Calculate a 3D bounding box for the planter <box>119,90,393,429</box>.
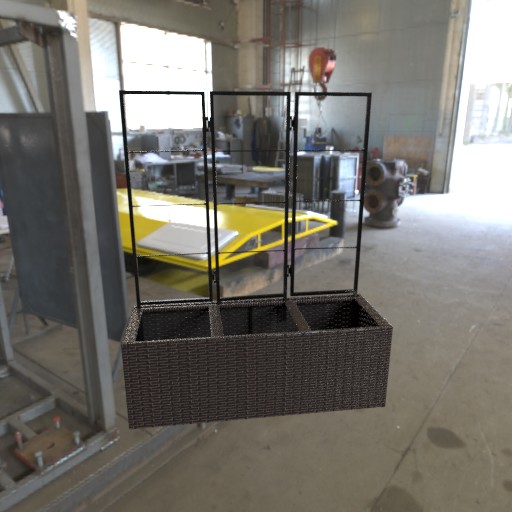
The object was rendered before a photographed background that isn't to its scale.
[{"bbox_3d":[0.000,0.000,1.187,0.699,0.841,0.244,-2,17,-8],"label":"planter"}]
